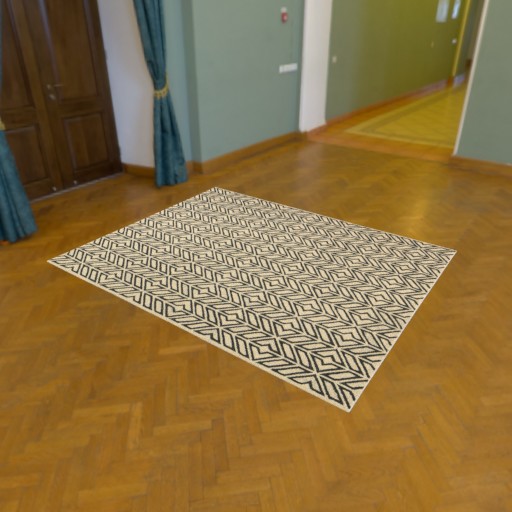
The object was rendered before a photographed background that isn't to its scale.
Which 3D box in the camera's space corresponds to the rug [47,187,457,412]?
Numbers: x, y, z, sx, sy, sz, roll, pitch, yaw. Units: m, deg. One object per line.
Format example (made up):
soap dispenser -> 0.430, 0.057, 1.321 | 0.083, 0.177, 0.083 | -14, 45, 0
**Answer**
rug -> 0.000, 0.000, 4.198 | 3.045, 0.008, 2.421 | 19, 34, 31
